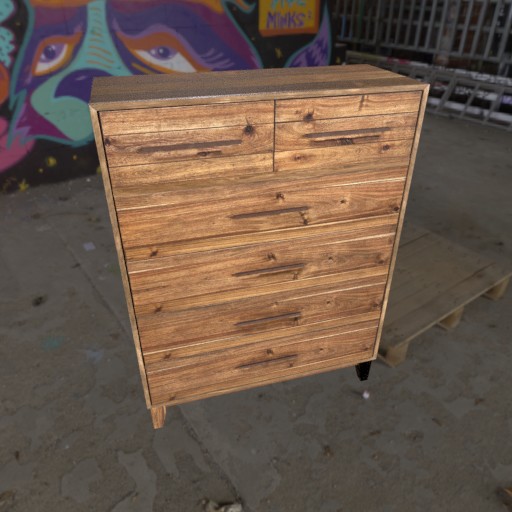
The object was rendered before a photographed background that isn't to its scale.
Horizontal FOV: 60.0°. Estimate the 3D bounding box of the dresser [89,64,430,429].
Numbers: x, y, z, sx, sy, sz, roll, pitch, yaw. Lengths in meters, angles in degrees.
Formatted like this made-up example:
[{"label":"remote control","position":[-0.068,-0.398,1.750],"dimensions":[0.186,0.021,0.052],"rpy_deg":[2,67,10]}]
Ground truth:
[{"label":"dresser","position":[0.000,0.000,1.863],"dimensions":[1.062,1.393,0.442],"rpy_deg":[-8,33,-13]}]
